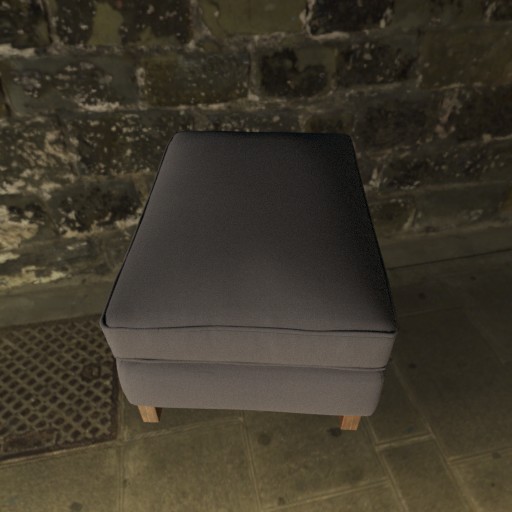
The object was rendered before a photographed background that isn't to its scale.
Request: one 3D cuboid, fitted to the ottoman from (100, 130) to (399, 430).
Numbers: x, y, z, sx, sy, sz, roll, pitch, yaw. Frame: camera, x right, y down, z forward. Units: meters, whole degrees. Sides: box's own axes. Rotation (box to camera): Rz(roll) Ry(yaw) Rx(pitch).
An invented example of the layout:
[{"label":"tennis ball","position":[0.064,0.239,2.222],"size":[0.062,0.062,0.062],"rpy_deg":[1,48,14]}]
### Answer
[{"label":"ottoman","position":[0.000,0.000,1.018],"size":[0.508,0.406,0.686],"rpy_deg":[2,42,2]}]
